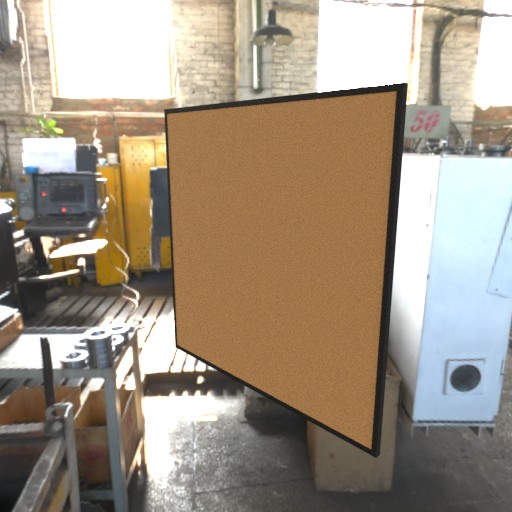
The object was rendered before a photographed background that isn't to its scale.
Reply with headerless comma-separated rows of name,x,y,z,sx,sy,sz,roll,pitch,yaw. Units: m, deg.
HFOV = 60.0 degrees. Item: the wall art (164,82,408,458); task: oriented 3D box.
wall art,0.000,0.000,0.991,0.015,0.663,0.664,-13,19,-43
